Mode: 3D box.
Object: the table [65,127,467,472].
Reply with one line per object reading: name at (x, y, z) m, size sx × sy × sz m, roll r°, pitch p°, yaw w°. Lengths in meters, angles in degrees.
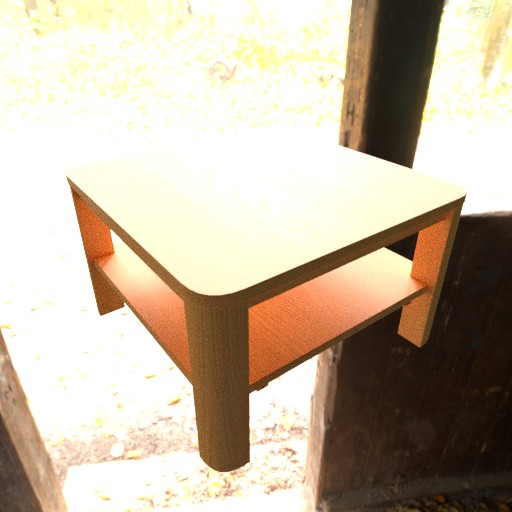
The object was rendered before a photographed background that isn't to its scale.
table at (0.000, 0.000, 1.228) m, size 0.750 × 0.450 × 0.750 m, roll -21°, pitch 37°, yaw -31°
